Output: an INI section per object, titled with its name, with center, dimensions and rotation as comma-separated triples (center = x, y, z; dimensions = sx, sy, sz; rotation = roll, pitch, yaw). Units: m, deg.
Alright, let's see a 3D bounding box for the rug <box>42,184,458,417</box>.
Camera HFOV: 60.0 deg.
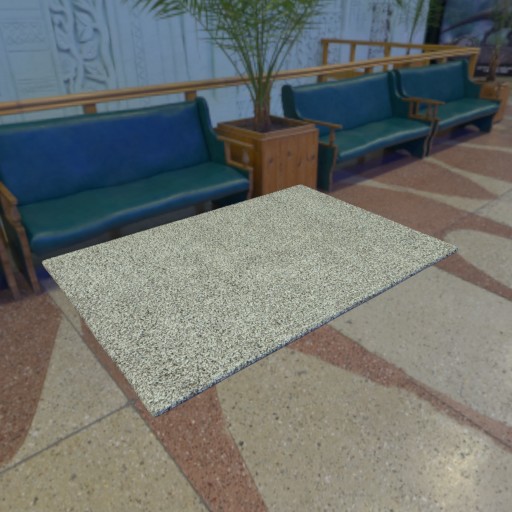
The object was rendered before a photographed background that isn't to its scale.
[rug]
center = 0.000, 0.000, 2.283
dimensions = 1.778, 0.030, 1.219
rotation = -21, 36, -33
